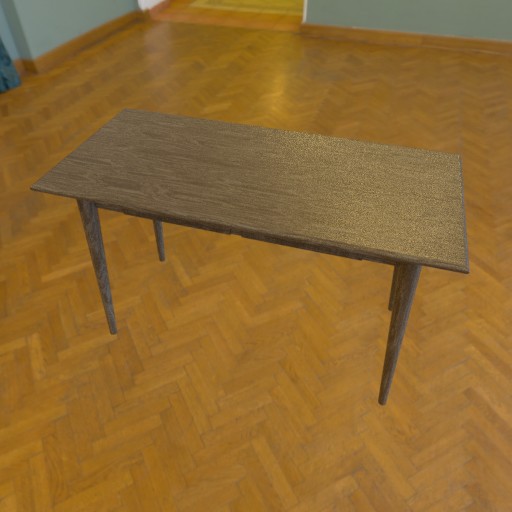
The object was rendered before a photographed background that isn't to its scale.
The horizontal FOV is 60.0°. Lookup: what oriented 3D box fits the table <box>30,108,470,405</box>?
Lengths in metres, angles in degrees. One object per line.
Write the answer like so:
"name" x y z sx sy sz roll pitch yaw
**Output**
"table" 0.000 0.000 1.719 1.300 0.780 0.599 12 44 12
